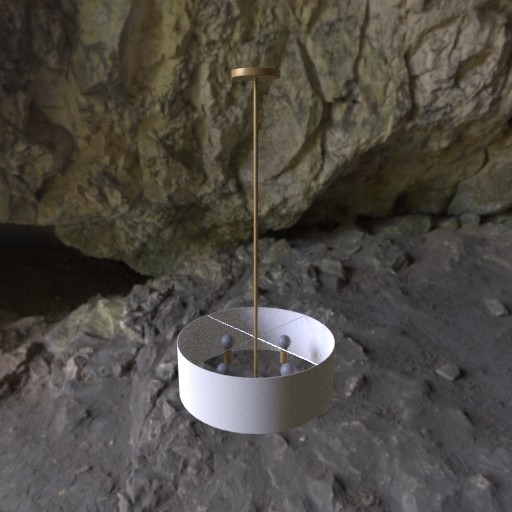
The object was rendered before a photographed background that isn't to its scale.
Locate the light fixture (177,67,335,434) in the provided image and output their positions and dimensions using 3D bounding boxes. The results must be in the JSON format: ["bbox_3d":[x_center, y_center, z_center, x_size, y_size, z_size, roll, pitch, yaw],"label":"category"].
[{"bbox_3d":[0.000,0.000,1.374,0.508,1.067,0.508,0,16,0],"label":"light fixture"}]
